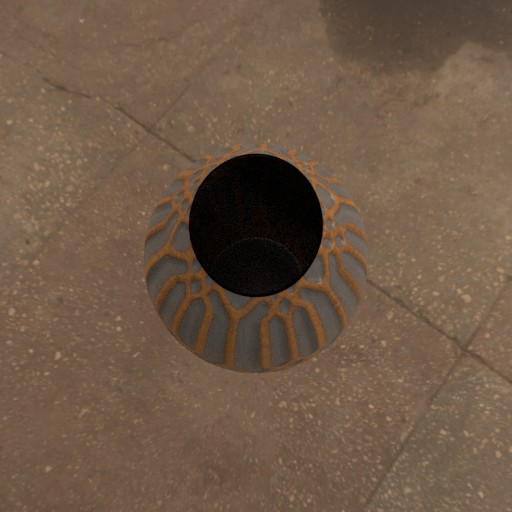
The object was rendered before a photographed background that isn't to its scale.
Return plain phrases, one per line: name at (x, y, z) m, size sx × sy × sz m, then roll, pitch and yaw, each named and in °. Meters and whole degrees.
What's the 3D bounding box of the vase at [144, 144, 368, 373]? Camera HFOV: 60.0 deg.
vase at (0.000, 0.000, 0.135) m, size 0.069 × 0.088 × 0.069 m, roll 0°, pitch 75°, yaw 0°
